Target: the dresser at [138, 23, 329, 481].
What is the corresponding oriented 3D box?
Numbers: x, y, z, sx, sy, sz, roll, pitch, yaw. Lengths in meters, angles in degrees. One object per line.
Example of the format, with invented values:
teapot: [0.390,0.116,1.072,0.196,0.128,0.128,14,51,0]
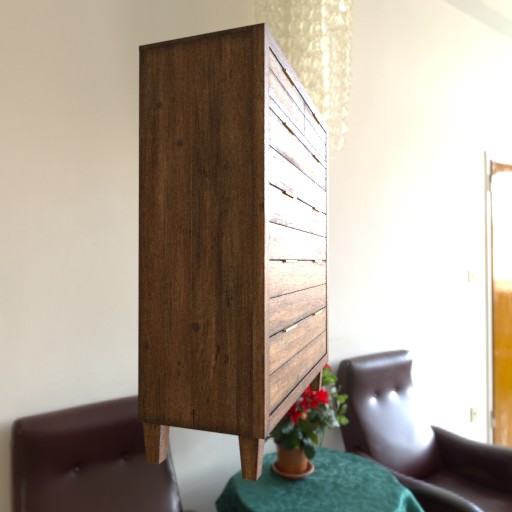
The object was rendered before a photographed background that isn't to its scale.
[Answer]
dresser: [0.000,0.000,1.867,0.438,1.359,1.067,0,-1,19]
